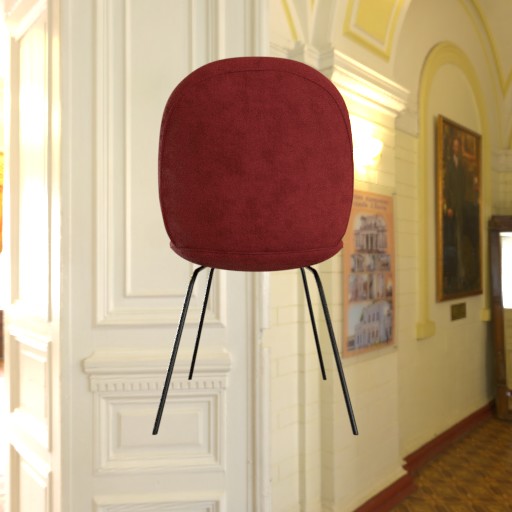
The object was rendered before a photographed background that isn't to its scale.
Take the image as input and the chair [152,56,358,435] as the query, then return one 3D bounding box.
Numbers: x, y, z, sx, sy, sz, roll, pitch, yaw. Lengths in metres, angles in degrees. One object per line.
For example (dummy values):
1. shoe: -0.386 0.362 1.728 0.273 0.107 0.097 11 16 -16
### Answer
1. chair: 0.000 0.000 1.163 0.458 0.791 0.587 0 -1 0
